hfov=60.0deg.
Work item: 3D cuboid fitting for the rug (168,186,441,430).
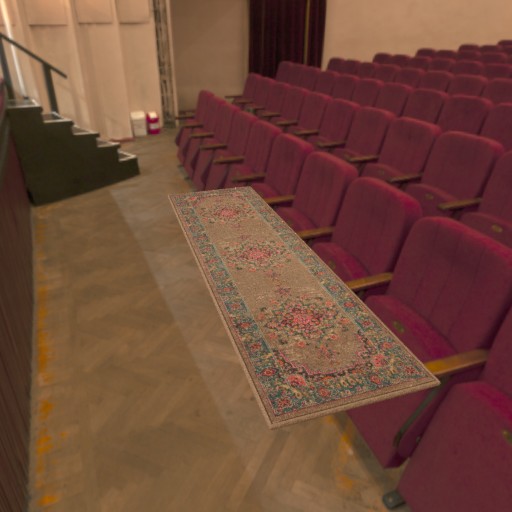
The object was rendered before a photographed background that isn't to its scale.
[{"bbox_3d":[0.000,0.000,2.472,0.659,0.019,2.297,-9,29,-16],"label":"rug"}]
